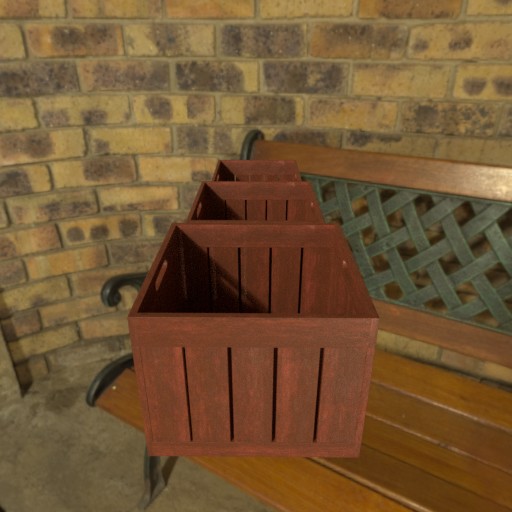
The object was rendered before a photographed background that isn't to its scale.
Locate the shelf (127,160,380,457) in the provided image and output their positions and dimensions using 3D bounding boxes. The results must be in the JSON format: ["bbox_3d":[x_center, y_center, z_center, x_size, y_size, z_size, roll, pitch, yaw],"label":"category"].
[{"bbox_3d":[0.000,0.000,1.235,0.393,0.311,1.064,0,26,0],"label":"shelf"}]
